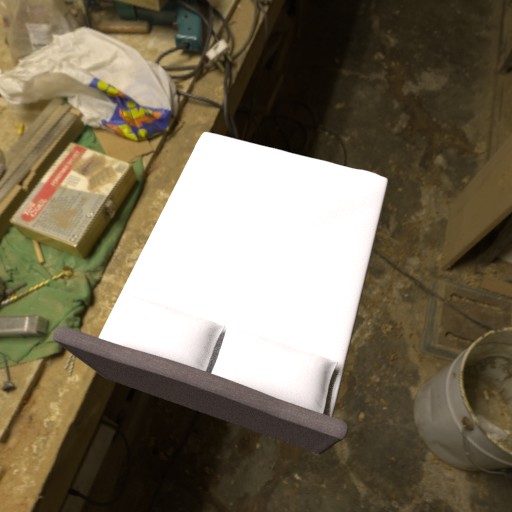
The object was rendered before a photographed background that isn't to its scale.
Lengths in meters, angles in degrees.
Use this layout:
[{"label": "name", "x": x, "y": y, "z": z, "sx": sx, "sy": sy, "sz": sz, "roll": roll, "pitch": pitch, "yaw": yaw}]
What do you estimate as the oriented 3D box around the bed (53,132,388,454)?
[{"label": "bed", "x": 0.000, "y": 0.000, "z": 3.997, "sx": 2.161, "sy": 1.457, "sz": 2.689, "roll": 16, "pitch": 64, "yaw": 8}]
